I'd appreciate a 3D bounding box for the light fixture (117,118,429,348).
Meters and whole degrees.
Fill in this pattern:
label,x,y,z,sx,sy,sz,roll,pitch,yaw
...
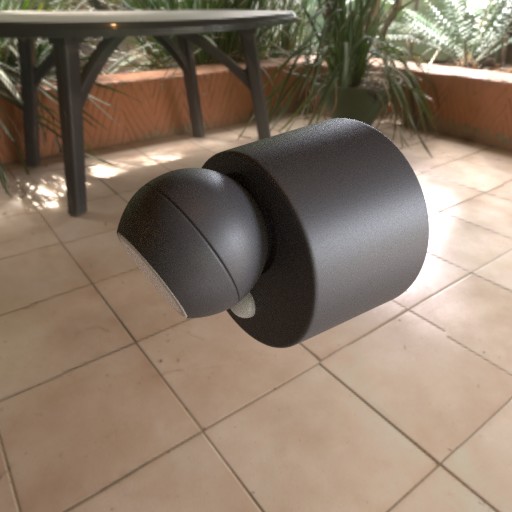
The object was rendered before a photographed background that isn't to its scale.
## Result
label,x,y,z,sx,sy,sz,roll,pitch,yaw
light fixture,0.000,0.000,0.276,0.160,0.143,0.134,-21,37,-32
